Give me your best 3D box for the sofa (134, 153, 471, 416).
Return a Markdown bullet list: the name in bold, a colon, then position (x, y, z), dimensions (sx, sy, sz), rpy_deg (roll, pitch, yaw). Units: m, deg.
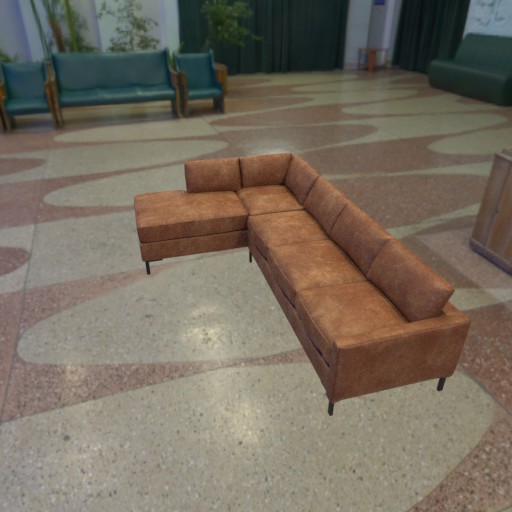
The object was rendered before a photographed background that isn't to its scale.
- **sofa**: position (0.000, 0.000, 3.838), dimensions (1.938, 0.877, 2.984), rpy_deg (-8, 31, -14)
